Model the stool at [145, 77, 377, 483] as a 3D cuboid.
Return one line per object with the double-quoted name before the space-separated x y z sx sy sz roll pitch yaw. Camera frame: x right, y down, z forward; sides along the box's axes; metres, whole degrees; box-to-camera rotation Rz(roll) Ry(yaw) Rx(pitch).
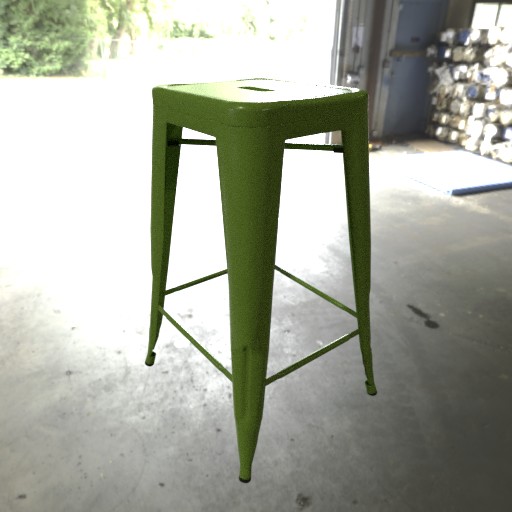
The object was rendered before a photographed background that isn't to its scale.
"stool" 0.000 0.000 0.851 0.358 0.609 0.398 -19 33 -33
